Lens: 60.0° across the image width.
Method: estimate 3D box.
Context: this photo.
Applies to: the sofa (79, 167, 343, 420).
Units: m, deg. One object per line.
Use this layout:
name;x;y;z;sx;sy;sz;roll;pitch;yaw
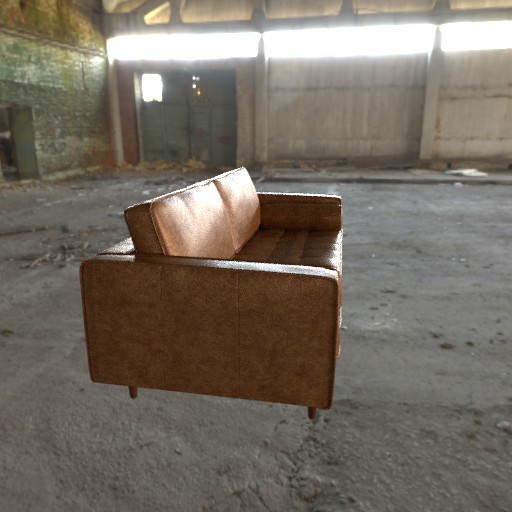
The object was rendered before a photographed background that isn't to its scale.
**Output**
sofa;0.000;0.000;2.405;0.924;0.825;1.920;3;16;10
